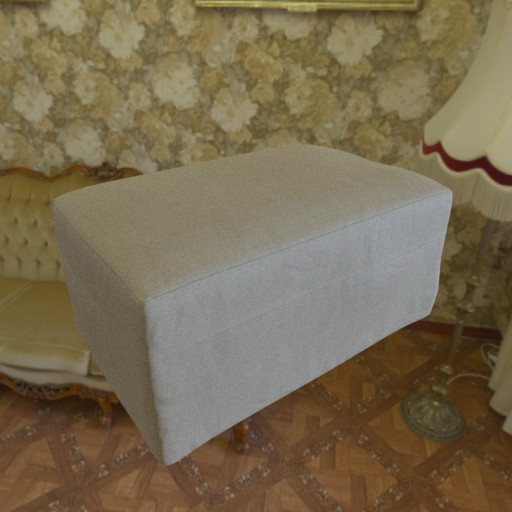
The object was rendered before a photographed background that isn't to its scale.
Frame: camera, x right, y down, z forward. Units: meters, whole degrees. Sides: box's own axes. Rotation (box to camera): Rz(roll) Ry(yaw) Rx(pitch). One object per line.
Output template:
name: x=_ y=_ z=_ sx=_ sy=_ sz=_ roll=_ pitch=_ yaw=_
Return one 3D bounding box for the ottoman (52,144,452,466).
ottoman: x=0.000 y=0.000 z=1.162 sx=0.872 sy=0.444 sz=0.590 roll=-20 pitch=34 yaw=-31
